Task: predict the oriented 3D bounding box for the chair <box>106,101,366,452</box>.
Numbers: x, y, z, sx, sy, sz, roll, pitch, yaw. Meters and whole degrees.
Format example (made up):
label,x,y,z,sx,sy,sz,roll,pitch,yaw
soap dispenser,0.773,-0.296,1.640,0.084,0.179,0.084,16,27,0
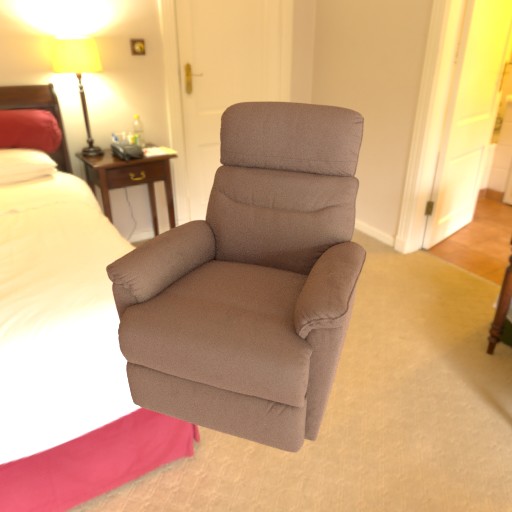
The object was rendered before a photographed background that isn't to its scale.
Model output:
label,x,y,z,sx,sy,sz,roll,pitch,yaw
chair,0.000,0.000,1.717,0.820,1.037,1.004,9,28,18
